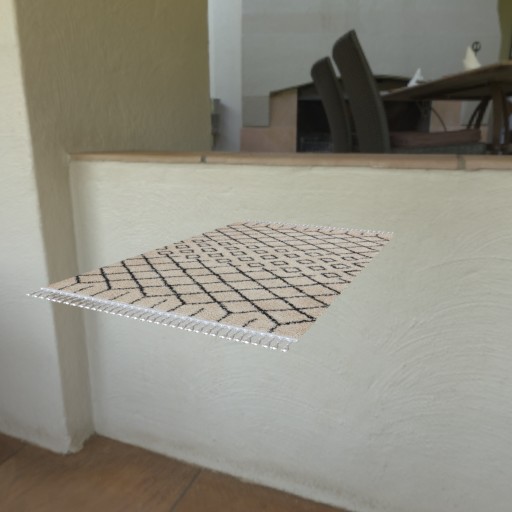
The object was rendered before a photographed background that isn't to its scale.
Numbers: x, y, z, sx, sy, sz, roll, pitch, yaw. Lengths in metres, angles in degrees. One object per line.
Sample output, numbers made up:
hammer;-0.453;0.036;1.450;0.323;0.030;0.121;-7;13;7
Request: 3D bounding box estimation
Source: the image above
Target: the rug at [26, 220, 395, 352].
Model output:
rug;0.000;0.000;2.481;1.196;0.008;2.006;7;16;25
